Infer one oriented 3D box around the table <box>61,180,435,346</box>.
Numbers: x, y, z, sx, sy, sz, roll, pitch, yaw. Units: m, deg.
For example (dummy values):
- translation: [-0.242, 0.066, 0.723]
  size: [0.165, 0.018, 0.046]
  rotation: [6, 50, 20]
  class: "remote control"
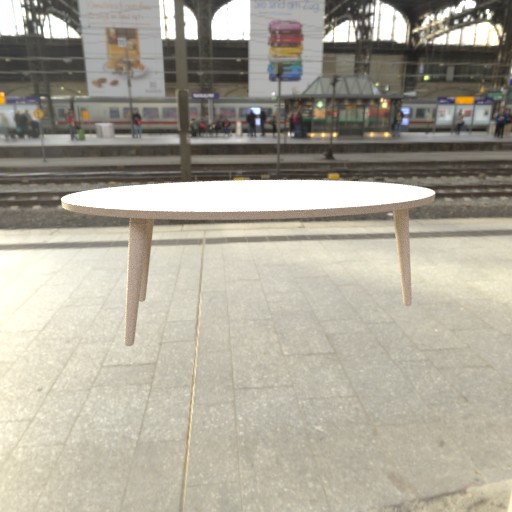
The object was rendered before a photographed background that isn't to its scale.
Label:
- translation: [0.000, 0.000, 1.361]
  size: [1.083, 0.390, 0.542]
  rotation: [-2, 17, -7]
  class: "table"
